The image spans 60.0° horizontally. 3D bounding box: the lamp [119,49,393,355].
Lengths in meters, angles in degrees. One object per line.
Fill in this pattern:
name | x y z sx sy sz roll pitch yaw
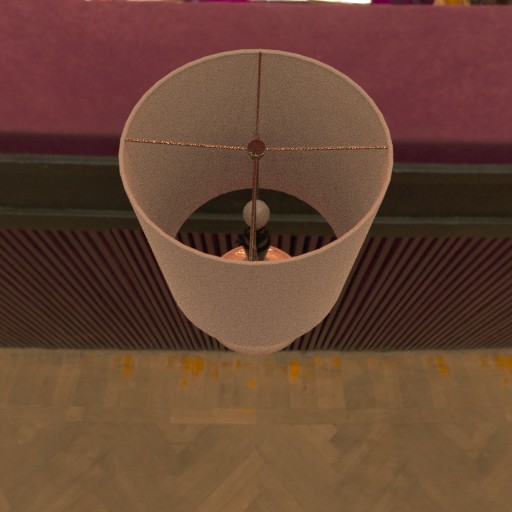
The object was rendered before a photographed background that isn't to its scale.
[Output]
lamp | 0.000 0.000 0.532 0.217 0.404 0.217 2 63 1
